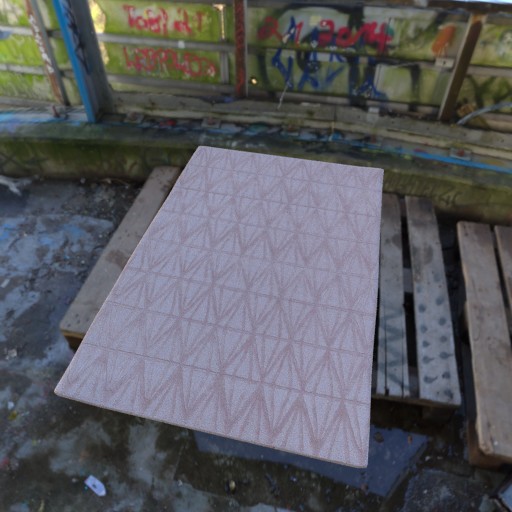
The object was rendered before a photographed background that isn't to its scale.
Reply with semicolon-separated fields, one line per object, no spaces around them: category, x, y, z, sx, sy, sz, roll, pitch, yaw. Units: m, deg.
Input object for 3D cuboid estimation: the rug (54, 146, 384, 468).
rug;0.000;0.000;2.266;1.230;0.025;1.837;10;47;9
